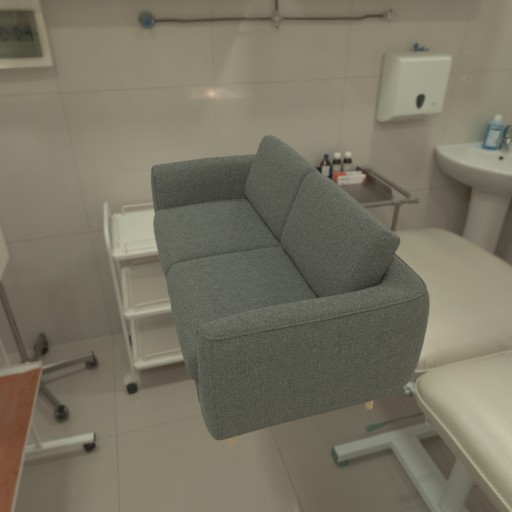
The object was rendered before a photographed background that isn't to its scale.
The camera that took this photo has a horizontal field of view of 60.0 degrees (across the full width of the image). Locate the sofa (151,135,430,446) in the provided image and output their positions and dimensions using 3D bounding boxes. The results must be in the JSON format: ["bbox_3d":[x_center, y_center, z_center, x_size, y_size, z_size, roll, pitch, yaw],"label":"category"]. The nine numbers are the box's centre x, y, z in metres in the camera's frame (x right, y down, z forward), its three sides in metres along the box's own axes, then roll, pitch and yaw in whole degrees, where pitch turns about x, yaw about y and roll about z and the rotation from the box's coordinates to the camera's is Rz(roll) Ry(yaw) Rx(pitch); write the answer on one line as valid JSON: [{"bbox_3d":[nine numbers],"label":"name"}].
[{"bbox_3d":[0.000,0.000,2.221,0.920,0.870,1.700,-9,32,-15],"label":"sofa"}]
